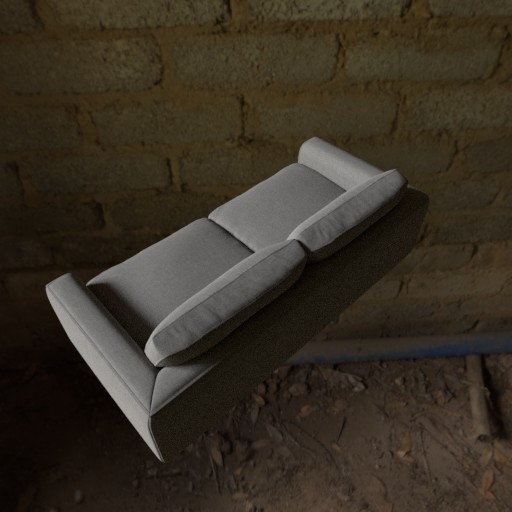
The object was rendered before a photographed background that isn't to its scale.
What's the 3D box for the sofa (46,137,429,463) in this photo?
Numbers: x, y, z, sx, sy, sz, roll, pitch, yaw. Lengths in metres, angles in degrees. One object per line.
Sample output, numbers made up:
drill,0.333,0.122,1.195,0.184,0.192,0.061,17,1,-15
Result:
sofa,0.000,0.000,2.799,2.262,0.801,1.070,-34,55,-28
